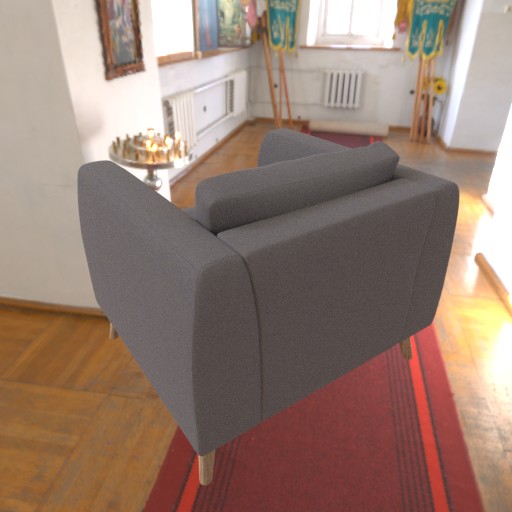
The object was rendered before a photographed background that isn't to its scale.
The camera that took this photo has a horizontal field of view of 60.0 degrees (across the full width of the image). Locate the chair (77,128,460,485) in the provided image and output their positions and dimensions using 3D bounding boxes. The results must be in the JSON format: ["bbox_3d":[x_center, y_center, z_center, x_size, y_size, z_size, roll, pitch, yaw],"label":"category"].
[{"bbox_3d":[0.000,0.000,1.620,1.000,0.860,0.930,-19,35,-30],"label":"chair"}]
